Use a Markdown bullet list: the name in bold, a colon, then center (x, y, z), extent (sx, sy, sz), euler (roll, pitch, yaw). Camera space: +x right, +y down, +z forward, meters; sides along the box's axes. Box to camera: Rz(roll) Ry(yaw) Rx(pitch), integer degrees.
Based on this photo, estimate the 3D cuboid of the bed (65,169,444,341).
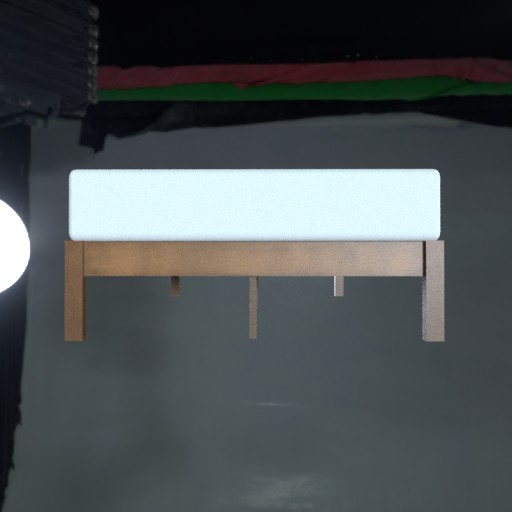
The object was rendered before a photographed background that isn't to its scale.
- **bed**: center (0.000, 0.000, 2.539), extent (1.348, 0.616, 1.927), euler (0, 0, 0)
